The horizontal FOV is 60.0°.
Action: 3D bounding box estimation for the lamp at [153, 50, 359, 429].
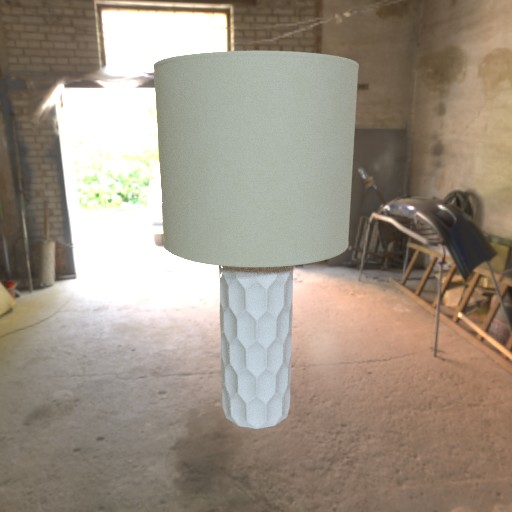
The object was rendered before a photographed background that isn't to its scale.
[{"bbox_3d":[0.000,0.000,0.682,0.277,0.537,0.277,15,21,42],"label":"lamp"}]
